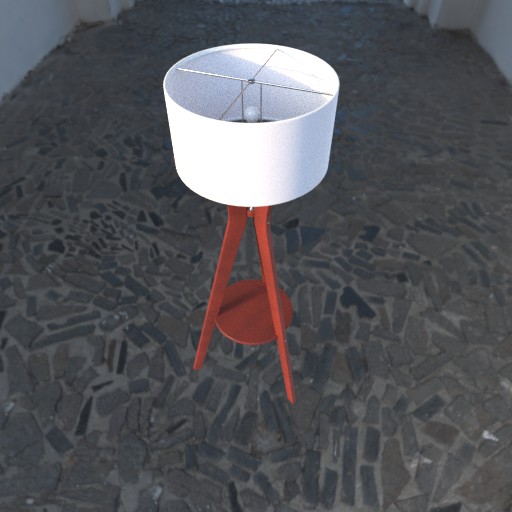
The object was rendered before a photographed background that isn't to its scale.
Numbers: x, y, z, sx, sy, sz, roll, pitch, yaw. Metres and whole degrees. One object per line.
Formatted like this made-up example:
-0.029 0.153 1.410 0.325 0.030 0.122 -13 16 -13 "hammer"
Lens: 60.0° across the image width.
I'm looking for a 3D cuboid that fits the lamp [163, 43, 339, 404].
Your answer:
0.000 0.000 1.757 0.539 1.472 0.542 15 49 14 "lamp"
